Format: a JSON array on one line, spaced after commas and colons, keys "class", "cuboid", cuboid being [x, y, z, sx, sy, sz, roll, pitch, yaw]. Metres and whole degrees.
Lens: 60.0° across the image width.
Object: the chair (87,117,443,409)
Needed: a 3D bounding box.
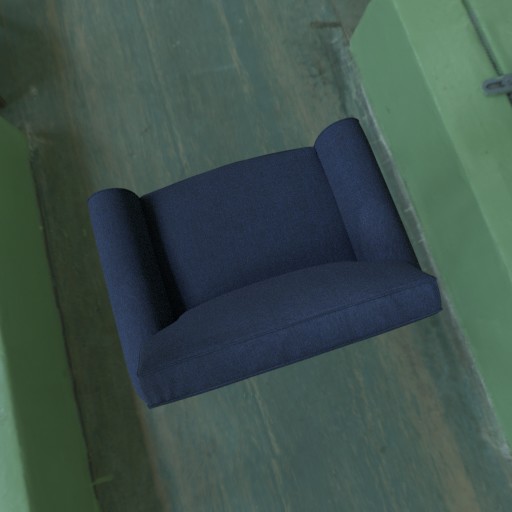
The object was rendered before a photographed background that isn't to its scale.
[{"class": "chair", "cuboid": [0.000, 0.000, 1.979, 1.285, 1.044, 0.963, -17, 78, -4]}]
